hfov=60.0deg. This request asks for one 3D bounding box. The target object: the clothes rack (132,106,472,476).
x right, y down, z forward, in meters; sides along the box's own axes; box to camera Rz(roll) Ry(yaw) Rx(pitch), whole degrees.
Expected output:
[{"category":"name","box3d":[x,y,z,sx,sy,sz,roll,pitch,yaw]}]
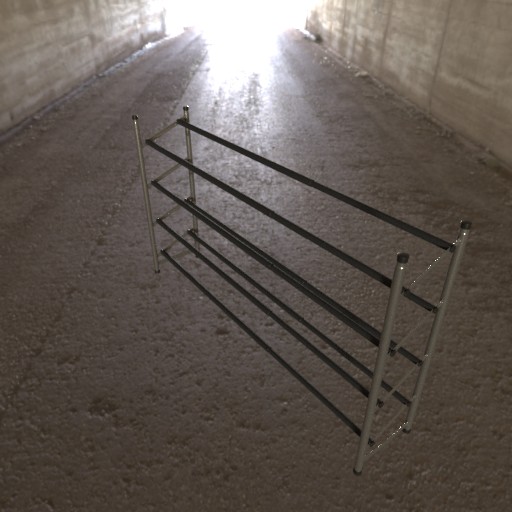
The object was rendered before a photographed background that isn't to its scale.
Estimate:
[{"category":"clothes rack","box3d":[0.000,0.000,1.411,0.229,0.672,1.168,-22,39,-31]}]
